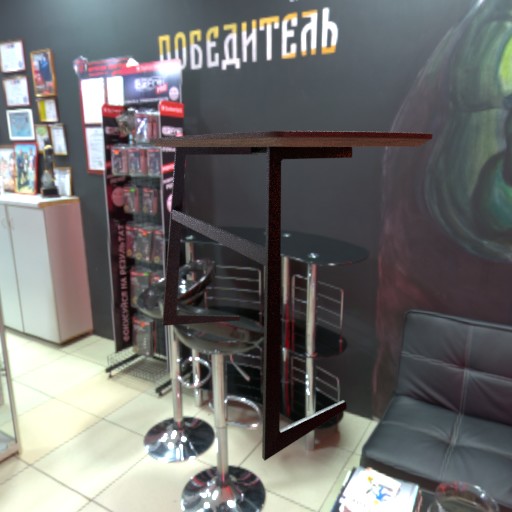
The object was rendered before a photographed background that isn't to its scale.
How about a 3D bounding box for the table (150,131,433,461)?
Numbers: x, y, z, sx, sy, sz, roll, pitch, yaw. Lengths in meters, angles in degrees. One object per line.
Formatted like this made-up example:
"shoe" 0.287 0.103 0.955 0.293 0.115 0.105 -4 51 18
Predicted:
"table" 0.000 0.000 1.110 0.361 0.576 0.804 -7 15 -26
